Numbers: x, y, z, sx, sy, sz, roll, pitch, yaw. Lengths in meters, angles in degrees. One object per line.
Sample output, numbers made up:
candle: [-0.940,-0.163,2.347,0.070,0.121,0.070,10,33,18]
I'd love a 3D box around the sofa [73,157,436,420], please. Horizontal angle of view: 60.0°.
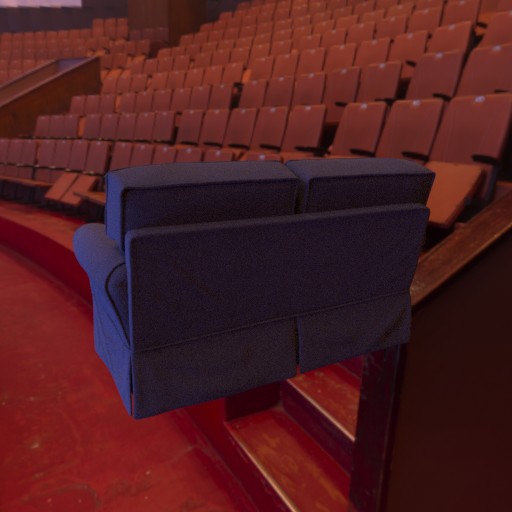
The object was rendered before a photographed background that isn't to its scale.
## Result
sofa: [0.000,0.000,2.436,1.801,1.059,0.997,-8,17,-27]
